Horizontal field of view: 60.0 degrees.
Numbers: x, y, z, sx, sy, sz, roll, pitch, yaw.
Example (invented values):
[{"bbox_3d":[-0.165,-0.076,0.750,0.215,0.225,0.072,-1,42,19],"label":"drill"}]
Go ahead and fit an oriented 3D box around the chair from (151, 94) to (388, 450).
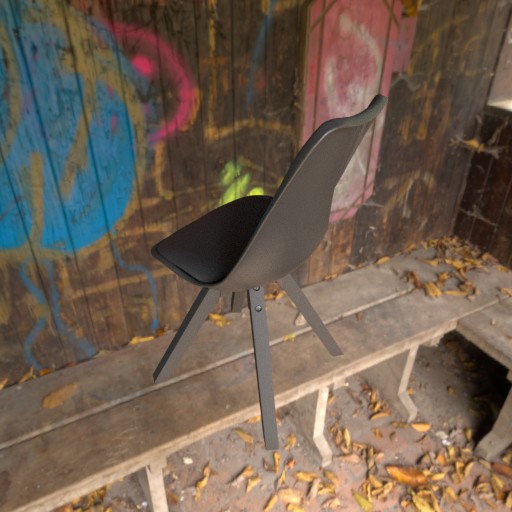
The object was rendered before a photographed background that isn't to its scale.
[{"bbox_3d":[0.000,0.000,1.190,0.530,0.850,0.485,19,37,28],"label":"chair"}]
